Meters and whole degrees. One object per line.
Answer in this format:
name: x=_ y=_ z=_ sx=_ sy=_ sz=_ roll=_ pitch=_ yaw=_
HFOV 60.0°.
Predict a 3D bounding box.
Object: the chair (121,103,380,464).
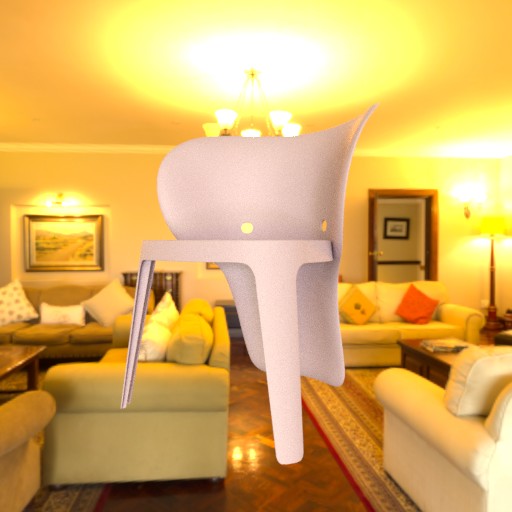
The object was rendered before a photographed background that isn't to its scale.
chair: x=0.000 y=0.000 z=0.839 sx=0.451 sy=0.554 sz=0.402 roll=1 pitch=2 yaw=36
